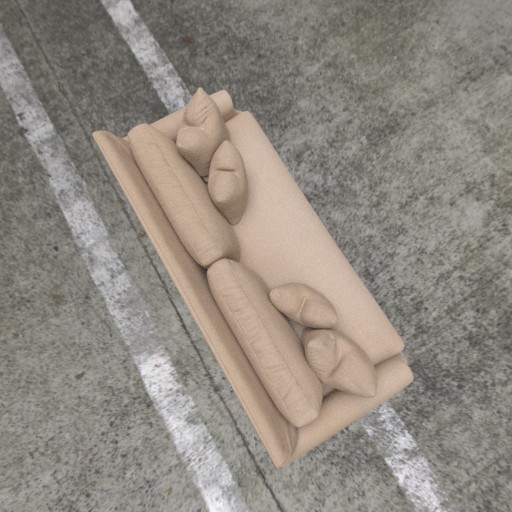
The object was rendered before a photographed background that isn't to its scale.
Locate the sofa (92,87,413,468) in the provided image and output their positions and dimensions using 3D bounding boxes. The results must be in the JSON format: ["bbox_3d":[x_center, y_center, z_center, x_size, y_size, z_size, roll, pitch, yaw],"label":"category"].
[{"bbox_3d":[0.000,0.000,2.847,1.067,0.904,2.285,-30,77,-8],"label":"sofa"}]
